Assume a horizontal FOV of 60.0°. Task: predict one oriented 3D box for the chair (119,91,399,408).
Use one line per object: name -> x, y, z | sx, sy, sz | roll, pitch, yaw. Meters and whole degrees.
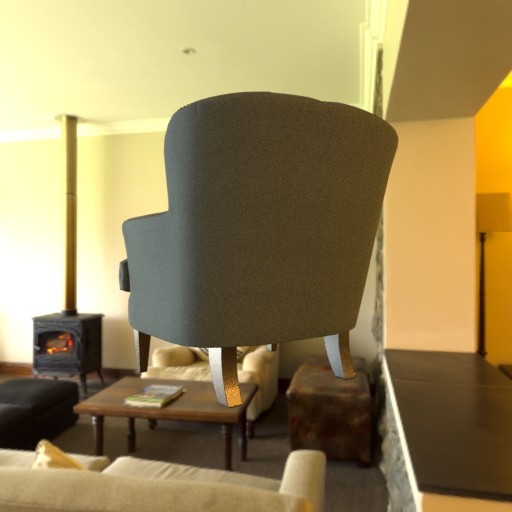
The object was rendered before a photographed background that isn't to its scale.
chair -> 0.000, 0.000, 1.602 | 0.848, 0.868, 0.906 | 0, 0, -36
